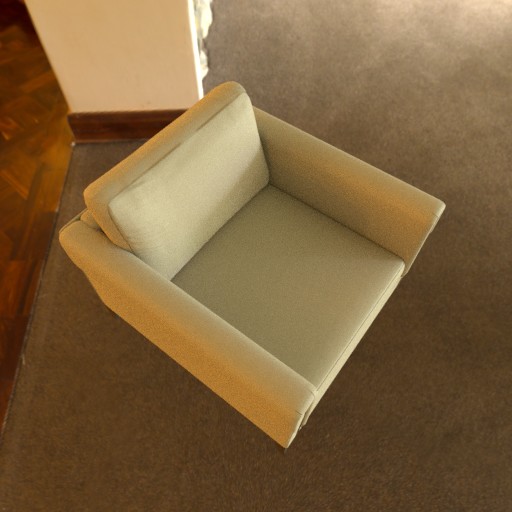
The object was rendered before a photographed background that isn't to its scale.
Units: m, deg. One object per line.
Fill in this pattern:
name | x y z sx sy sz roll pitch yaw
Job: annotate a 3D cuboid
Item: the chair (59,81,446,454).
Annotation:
chair | 0.000 0.000 1.663 0.959 0.838 0.914 33 63 19
